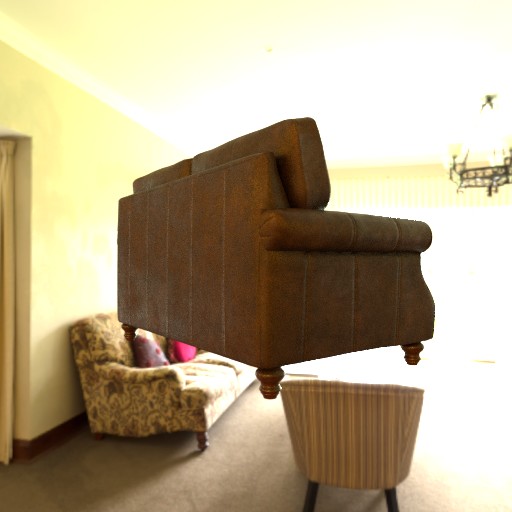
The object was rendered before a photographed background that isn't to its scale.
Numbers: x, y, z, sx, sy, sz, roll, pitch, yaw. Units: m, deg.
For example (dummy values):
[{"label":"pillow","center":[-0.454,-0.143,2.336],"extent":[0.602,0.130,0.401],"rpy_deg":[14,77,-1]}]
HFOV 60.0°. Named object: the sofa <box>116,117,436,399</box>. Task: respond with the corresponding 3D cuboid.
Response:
[{"label":"sofa","center":[0.000,0.000,2.299],"extent":[0.990,0.976,1.616],"rpy_deg":[0,-1,-36]}]
